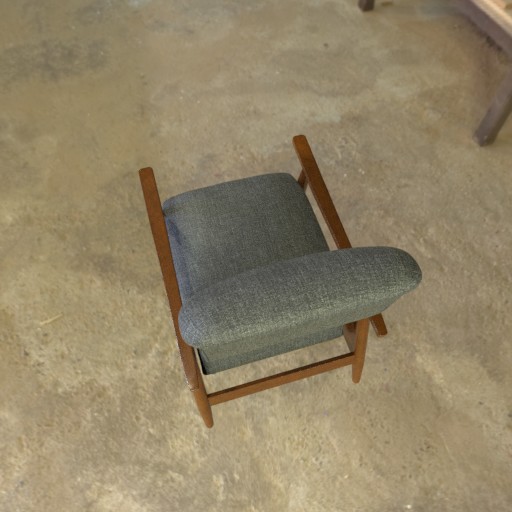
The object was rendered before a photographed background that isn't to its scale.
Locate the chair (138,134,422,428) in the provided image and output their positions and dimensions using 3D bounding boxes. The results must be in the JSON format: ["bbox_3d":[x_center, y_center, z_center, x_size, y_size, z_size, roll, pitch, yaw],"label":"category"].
[{"bbox_3d":[0.000,0.000,1.787,0.762,1.082,1.030,-14,60,-8],"label":"chair"}]
